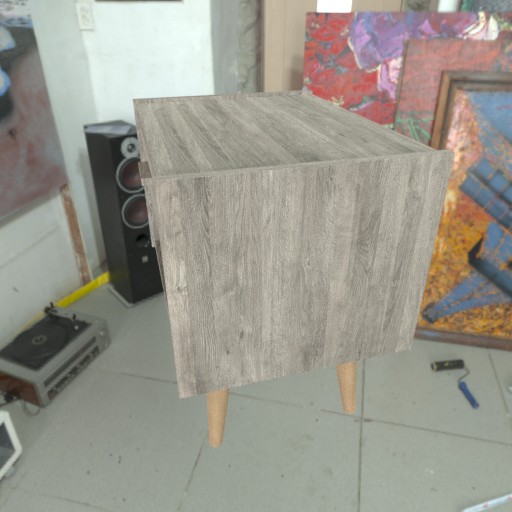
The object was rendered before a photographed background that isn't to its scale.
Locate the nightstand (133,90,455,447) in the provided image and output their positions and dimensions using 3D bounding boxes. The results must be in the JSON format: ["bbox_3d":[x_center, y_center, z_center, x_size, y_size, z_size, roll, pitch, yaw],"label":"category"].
[{"bbox_3d":[0.000,0.000,0.832,0.380,0.500,0.480,-8,31,-14],"label":"nightstand"}]
